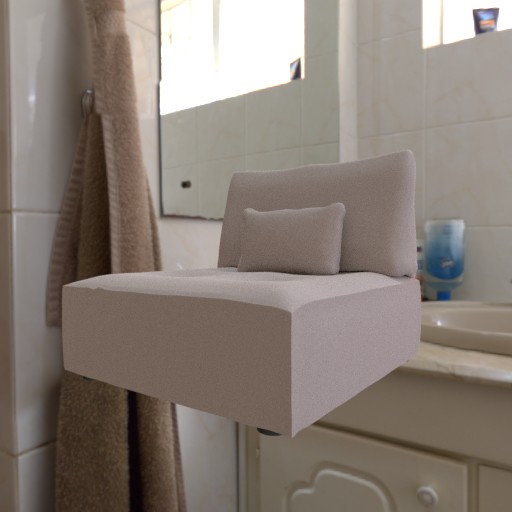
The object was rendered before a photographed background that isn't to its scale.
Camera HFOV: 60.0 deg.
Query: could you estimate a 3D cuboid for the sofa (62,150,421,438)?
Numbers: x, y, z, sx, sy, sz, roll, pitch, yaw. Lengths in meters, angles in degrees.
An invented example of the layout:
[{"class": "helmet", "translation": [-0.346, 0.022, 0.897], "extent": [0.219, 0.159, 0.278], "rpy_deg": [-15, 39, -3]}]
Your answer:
[{"class": "sofa", "translation": [0.000, 0.000, 1.651], "extent": [0.935, 0.828, 1.000], "rpy_deg": [1, 1, 36]}]
